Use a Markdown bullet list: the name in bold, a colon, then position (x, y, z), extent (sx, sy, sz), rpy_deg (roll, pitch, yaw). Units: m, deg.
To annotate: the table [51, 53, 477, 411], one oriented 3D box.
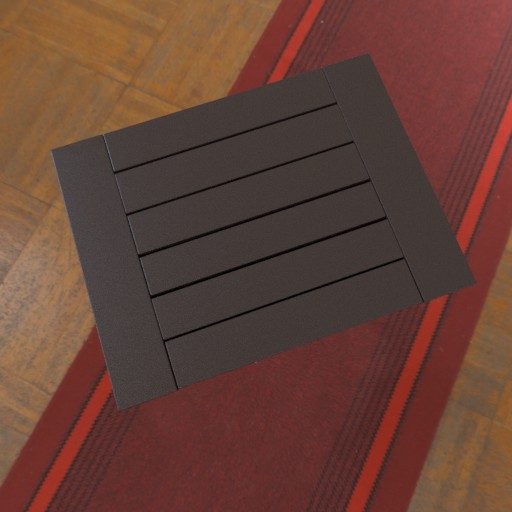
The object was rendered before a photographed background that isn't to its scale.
- **table**: position (0.000, 0.000, 1.039), extent (0.602, 0.605, 0.460), rpy_deg (-19, 77, -4)
